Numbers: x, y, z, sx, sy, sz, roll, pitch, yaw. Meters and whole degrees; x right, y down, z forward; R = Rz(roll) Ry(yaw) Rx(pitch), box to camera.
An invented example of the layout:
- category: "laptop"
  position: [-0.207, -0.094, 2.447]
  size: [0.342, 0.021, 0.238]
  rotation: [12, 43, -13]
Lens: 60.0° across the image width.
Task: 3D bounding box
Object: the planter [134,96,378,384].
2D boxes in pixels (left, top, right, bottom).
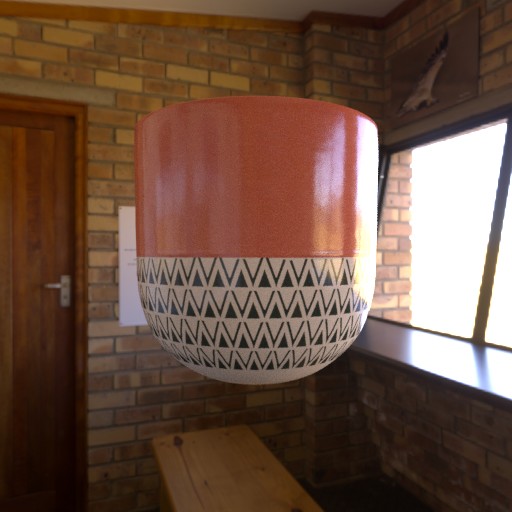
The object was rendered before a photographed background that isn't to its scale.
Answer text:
- category: "planter"
  position: [0.000, 0.000, 0.503]
  size: [0.266, 0.270, 0.266]
  rotation: [0, 0, 0]
